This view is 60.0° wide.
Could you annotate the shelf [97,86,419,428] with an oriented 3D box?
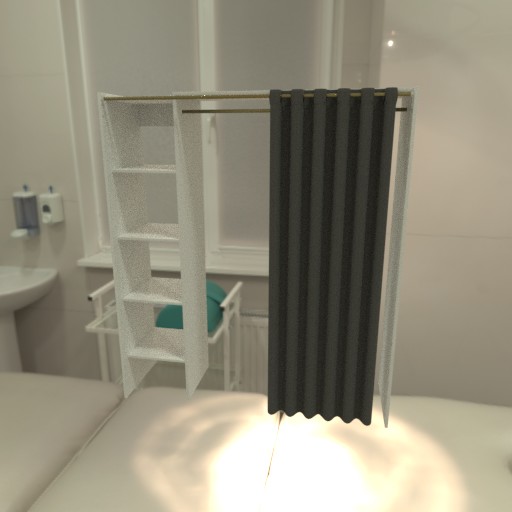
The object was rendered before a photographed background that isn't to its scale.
[{"bbox_3d":[0.000,0.000,2.619,1.600,1.810,0.500,3,16,10],"label":"shelf"}]
